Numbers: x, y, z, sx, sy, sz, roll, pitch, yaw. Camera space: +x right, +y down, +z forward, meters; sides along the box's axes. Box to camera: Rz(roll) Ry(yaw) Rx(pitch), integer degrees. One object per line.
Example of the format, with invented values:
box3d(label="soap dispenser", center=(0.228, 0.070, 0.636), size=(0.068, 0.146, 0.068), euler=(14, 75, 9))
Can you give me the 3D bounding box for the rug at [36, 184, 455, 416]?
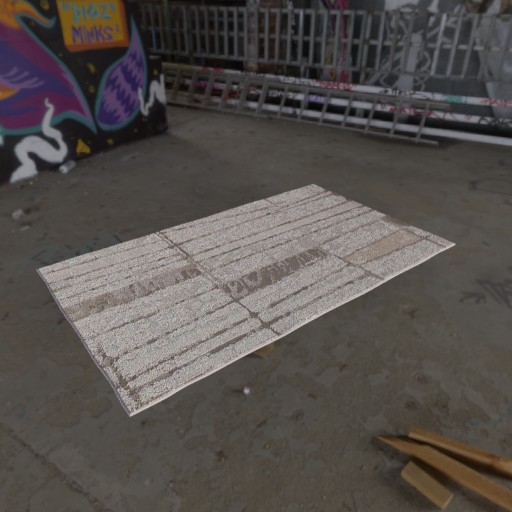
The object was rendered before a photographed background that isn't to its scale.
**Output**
box3d(label="rug", center=(0.000, 0.000, 1.056), size=(0.867, 0.007, 0.515), euler=(-21, 37, -32))
